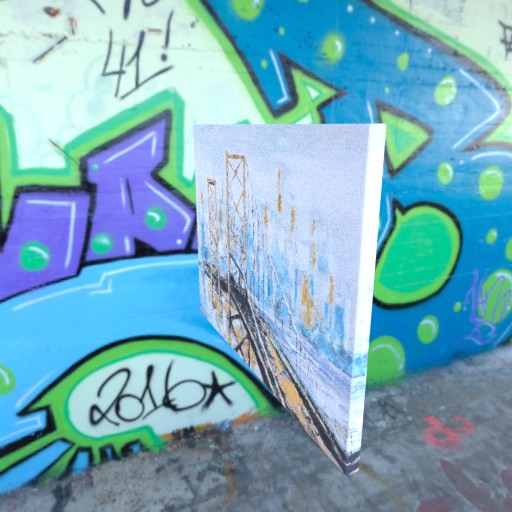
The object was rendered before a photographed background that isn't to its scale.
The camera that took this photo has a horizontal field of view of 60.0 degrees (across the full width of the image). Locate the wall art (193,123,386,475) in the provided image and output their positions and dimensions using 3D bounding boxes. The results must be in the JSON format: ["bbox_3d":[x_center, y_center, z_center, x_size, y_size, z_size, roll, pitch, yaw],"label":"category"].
[{"bbox_3d":[0.000,0.000,1.337,0.038,0.762,1.016,-8,18,-24],"label":"wall art"}]
